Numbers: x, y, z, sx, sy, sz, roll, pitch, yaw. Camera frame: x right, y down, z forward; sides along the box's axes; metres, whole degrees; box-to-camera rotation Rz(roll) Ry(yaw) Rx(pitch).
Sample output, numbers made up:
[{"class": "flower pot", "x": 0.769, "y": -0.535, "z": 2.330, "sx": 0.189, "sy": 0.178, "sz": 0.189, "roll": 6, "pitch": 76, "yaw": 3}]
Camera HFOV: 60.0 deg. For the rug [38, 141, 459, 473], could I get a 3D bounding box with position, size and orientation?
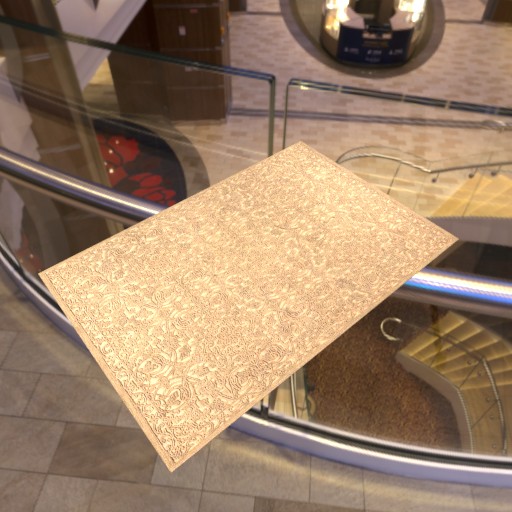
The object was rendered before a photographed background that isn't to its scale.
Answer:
[{"class": "rug", "x": 0.000, "y": 0.000, "z": 2.305, "sx": 1.827, "sy": 0.006, "sz": 1.221, "roll": -32, "pitch": 55, "yaw": -26}]
